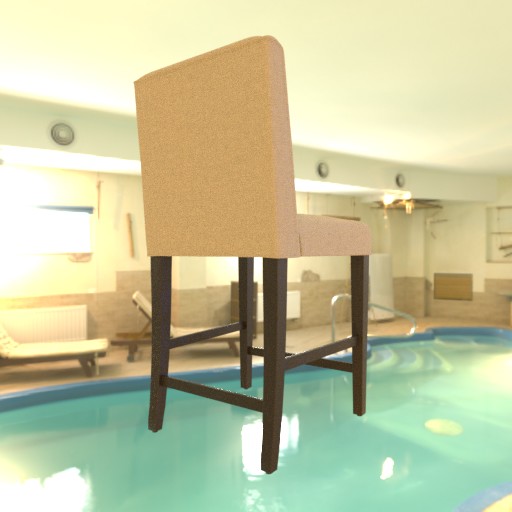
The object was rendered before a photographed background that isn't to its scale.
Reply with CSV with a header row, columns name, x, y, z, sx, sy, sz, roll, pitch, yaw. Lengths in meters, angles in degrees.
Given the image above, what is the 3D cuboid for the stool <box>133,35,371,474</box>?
name,x,y,z,sx,sy,sz,roll,pitch,yaw
stool,0.000,0.000,1.237,0.474,0.939,0.509,1,1,36
